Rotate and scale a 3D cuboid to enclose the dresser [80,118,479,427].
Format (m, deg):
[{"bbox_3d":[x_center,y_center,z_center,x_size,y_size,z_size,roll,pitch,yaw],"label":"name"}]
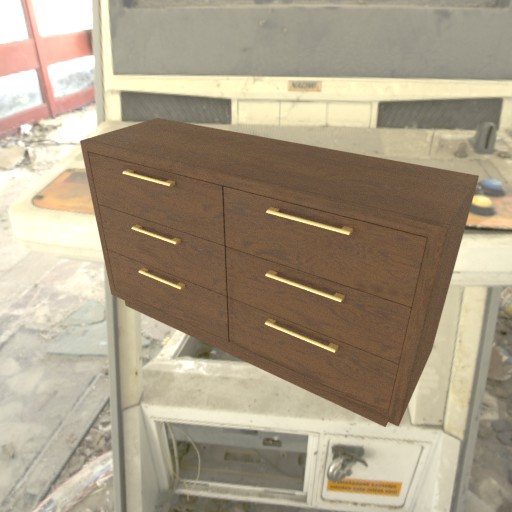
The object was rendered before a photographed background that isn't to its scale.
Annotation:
[{"bbox_3d":[0.000,0.000,1.944,1.523,0.889,0.512,18,35,28],"label":"dresser"}]
